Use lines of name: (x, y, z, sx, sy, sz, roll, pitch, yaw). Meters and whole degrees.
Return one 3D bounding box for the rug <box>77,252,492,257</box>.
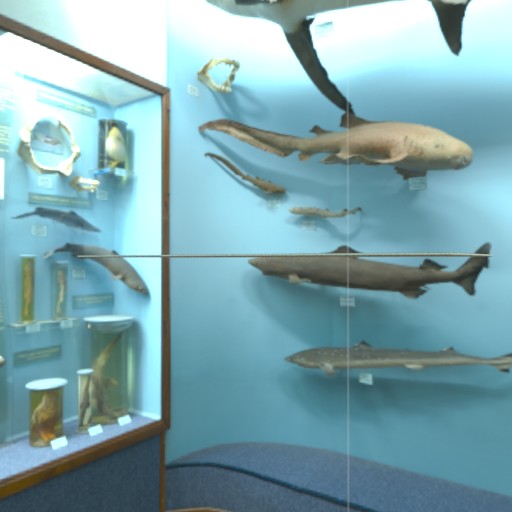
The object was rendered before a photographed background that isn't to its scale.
rug: (0.000, 0.000, 2.646, 2.388, 0.012, 0.864, 0, -1, 37)
